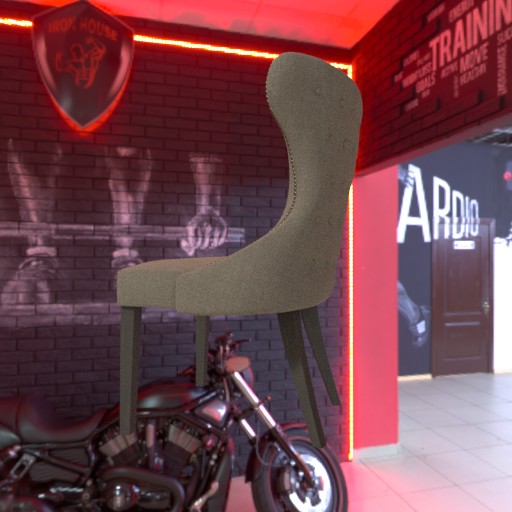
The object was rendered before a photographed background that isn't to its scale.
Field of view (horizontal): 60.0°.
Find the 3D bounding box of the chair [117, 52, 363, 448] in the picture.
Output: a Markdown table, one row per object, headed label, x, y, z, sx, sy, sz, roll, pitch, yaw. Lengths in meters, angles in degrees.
| label | x | y | z | sx | sy | sz | roll | pitch | yaw |
| --- | --- | --- | --- | --- | --- | --- | --- | --- | --- |
| chair | 0.000 | 0.000 | 1.359 | 0.635 | 0.967 | 0.628 | 0 | -1 | 17 |
